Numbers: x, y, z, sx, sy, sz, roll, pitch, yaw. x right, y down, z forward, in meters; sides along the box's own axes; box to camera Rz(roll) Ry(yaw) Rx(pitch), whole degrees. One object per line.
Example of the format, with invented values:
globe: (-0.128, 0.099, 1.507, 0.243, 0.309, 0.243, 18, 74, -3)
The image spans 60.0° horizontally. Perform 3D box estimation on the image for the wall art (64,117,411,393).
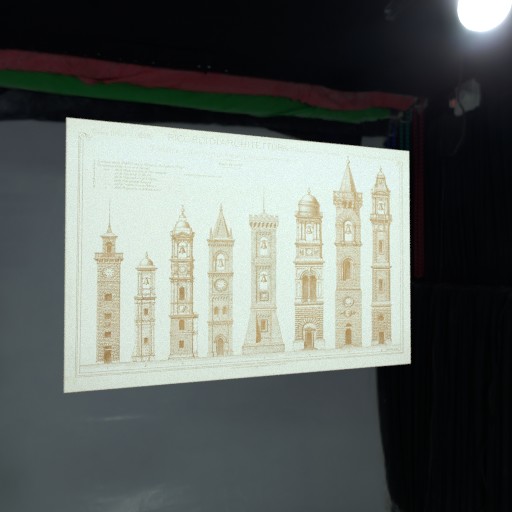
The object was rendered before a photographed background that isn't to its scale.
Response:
wall art: (0.000, 0.000, 0.771, 0.609, 0.407, 0.039, 0, -1, -19)
